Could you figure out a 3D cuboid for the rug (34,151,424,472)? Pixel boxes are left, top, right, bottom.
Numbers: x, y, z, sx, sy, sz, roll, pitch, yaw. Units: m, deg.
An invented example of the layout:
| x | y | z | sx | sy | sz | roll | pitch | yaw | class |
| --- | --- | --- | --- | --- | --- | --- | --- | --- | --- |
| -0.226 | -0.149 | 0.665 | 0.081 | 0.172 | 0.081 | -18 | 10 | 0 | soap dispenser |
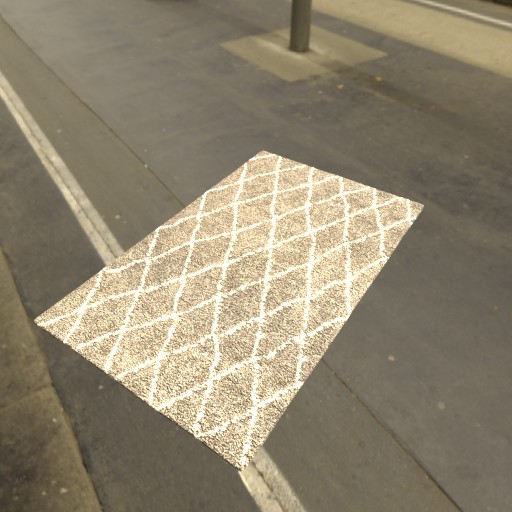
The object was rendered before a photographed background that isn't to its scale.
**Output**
| x | y | z | sx | sy | sz | roll | pitch | yaw | class |
| --- | --- | --- | --- | --- | --- | --- | --- | --- | --- |
| 0.000 | 0.000 | 3.038 | 1.524 | 0.030 | 2.438 | 25 | 48 | 25 | rug |
